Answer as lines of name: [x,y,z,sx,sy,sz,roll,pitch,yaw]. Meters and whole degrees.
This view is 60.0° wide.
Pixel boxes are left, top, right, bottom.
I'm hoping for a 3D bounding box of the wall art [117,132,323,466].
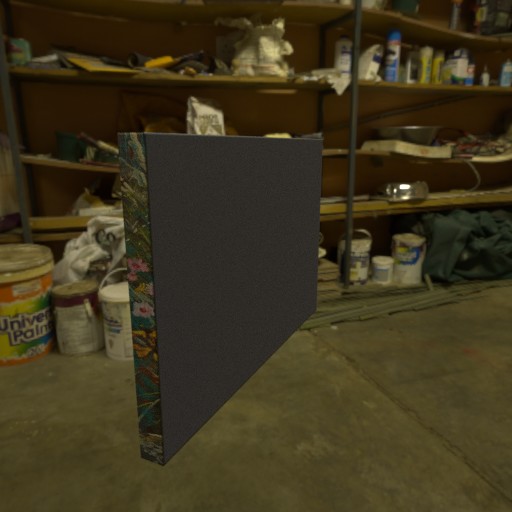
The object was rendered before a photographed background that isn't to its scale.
wall art: [0.000,0.000,0.784,0.037,0.406,0.610,7,16,25]
